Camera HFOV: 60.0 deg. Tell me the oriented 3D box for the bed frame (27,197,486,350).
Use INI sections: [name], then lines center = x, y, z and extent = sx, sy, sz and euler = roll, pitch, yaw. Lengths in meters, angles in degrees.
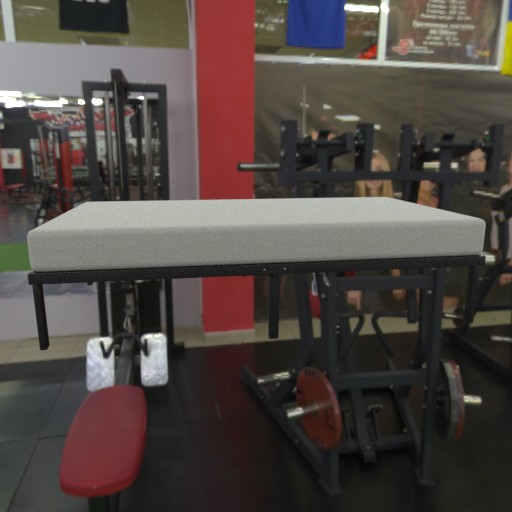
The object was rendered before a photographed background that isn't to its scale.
[bed frame]
center = 0.000, 0.000, 3.195
extent = 2.635, 0.680, 1.393
euler = -2, 14, -9
